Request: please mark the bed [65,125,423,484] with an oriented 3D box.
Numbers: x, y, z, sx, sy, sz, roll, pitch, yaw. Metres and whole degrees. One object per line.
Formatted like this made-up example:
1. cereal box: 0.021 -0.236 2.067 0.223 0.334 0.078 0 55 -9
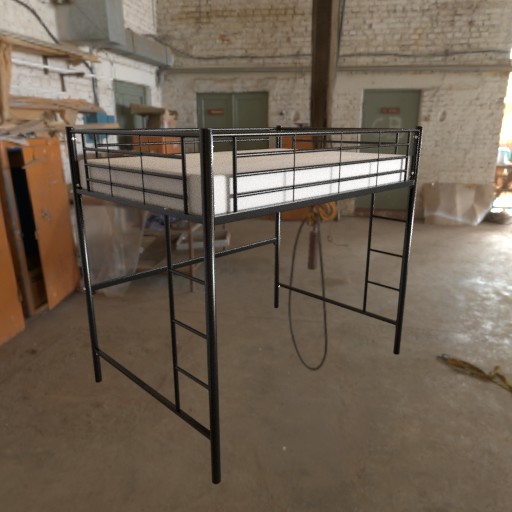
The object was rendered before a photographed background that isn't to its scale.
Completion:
1. bed: 0.000 0.000 3.210 1.994 1.803 1.397 -16 23 -43
